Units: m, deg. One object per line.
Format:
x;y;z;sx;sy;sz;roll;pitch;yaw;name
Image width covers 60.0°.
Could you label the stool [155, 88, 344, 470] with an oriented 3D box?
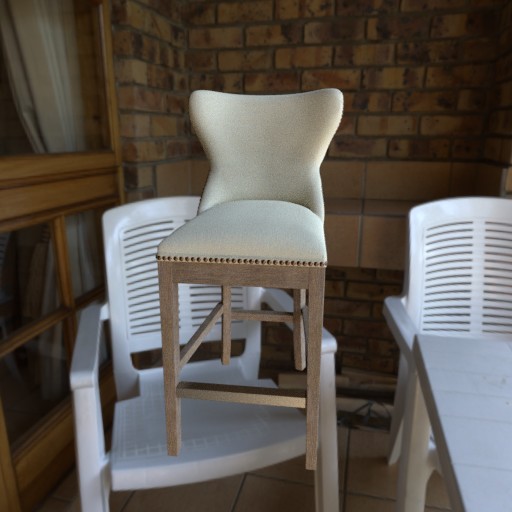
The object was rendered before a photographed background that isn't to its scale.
0.000;0.000;1.338;0.498;0.981;0.608;2;16;8;stool
